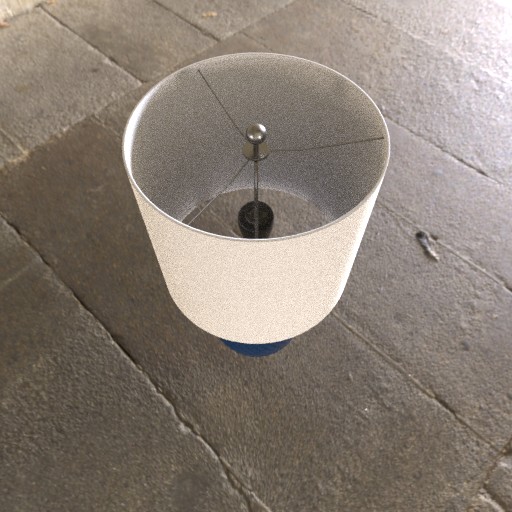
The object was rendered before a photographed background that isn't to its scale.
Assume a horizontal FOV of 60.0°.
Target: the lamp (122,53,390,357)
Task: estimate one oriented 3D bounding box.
[{"bbox_3d":[0.000,0.000,0.490,0.203,0.368,0.203,-1,58,0],"label":"lamp"}]
